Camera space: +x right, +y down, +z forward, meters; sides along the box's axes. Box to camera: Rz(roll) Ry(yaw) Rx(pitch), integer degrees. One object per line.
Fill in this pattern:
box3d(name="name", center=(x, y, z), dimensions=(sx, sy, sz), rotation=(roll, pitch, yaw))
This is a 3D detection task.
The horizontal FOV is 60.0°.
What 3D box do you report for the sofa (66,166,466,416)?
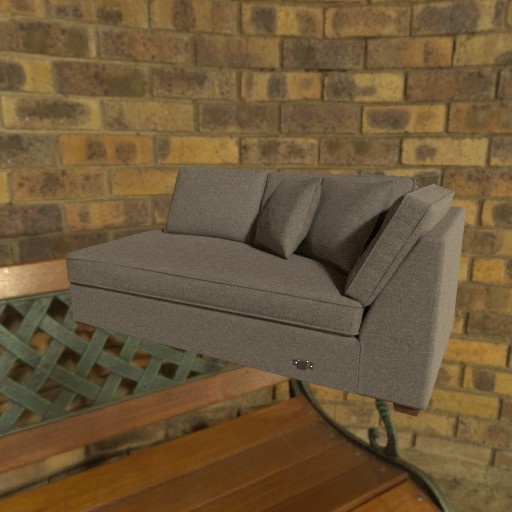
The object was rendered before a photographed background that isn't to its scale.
box3d(name="sofa", center=(0.000, 0.000, 2.744), dimensions=(2.237, 1.033, 1.110), rotation=(7, 16, 28))
